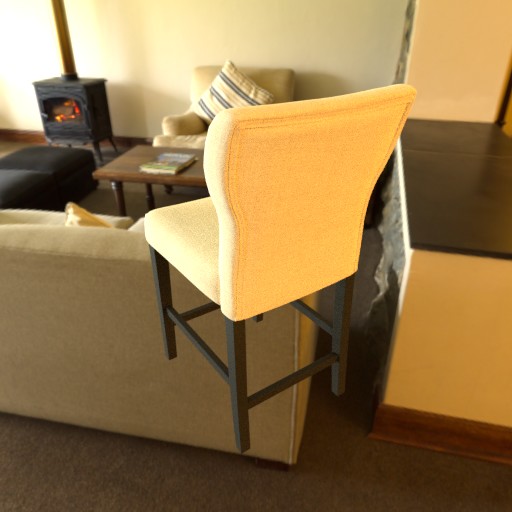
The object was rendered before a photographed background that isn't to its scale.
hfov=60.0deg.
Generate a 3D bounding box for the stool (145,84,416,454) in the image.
[{"bbox_3d":[0.000,0.000,1.298,0.514,0.972,0.603,-19,34,-30],"label":"stool"}]
